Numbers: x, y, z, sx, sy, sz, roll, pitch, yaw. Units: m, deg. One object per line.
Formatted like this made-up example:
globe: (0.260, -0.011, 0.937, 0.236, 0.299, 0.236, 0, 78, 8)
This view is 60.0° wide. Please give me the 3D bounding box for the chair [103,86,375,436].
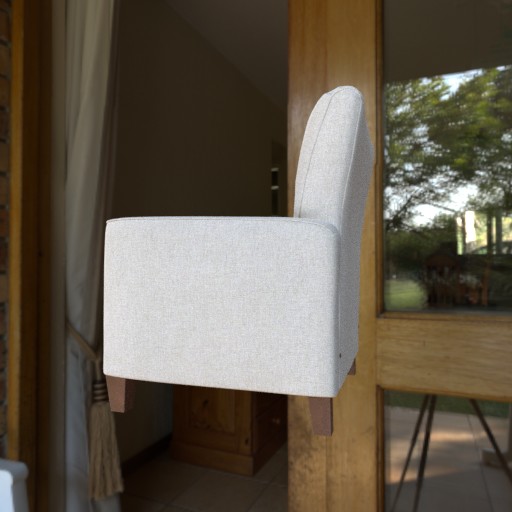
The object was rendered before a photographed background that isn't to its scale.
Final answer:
chair: (0.000, 0.000, 1.702, 0.859, 1.023, 0.845, 0, -1, 17)
